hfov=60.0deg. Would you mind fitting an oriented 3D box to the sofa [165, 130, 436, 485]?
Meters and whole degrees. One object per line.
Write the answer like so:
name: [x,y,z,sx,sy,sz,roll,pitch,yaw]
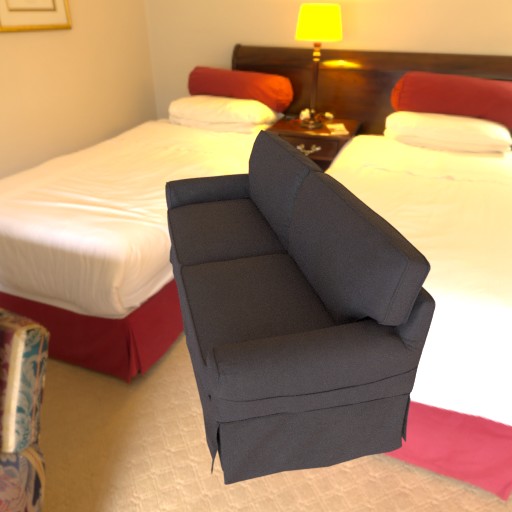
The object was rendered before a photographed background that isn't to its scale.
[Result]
sofa: [0.000,0.000,2.770,0.983,1.094,2.256,-8,30,-13]
